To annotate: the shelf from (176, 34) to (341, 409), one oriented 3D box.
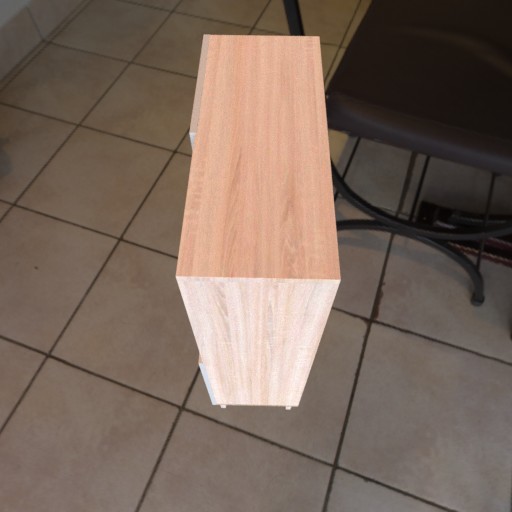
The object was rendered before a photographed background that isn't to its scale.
[{"bbox_3d":[0.000,0.000,1.925,0.434,1.405,0.995,1,58,1],"label":"shelf"}]
